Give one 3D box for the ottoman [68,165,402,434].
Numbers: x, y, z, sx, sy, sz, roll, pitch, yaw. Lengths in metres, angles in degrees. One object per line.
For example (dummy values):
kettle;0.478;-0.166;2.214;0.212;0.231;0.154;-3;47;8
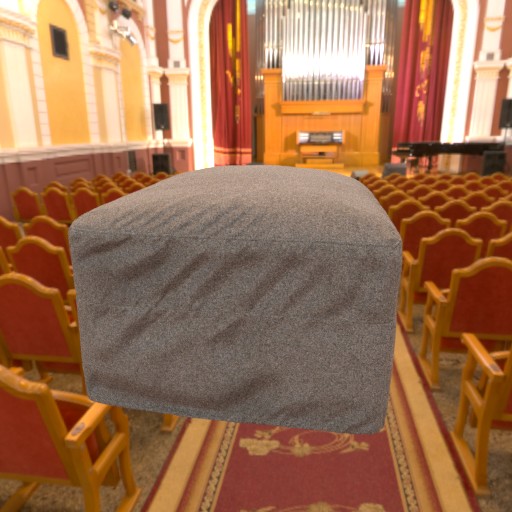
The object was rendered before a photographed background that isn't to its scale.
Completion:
ottoman;0.000;0.000;1.240;0.683;0.481;0.837;2;16;8
